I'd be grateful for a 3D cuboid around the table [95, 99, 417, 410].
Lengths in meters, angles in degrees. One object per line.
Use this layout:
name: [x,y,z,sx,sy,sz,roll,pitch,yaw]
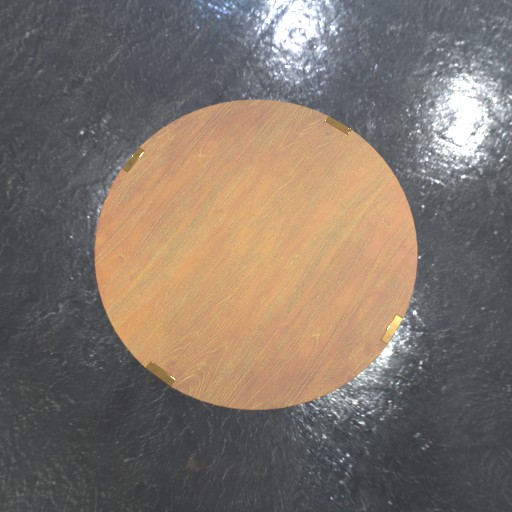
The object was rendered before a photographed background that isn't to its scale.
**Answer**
table: [0.000,0.000,1.723,1.100,0.420,1.100,0,75,0]
